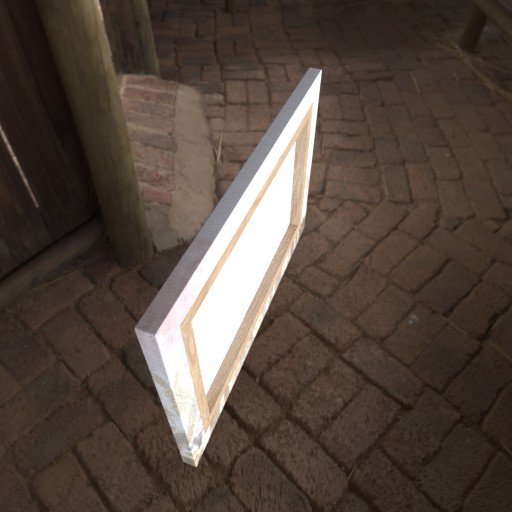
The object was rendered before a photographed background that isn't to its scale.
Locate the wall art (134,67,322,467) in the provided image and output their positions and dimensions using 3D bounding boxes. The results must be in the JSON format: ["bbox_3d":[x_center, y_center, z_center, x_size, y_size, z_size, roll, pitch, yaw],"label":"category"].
[{"bbox_3d":[0.000,0.000,1.169,0.040,0.608,0.916,16,50,14],"label":"wall art"}]
